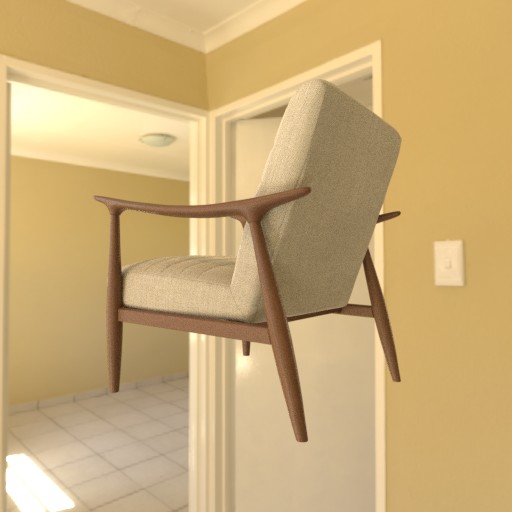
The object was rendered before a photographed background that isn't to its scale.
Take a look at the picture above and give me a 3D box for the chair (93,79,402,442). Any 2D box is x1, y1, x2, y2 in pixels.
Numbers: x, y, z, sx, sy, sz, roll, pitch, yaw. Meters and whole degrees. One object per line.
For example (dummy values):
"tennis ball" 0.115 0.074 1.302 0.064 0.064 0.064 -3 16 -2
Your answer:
"chair" 0.000 0.000 1.446 0.798 0.832 0.741 -1 -1 37
